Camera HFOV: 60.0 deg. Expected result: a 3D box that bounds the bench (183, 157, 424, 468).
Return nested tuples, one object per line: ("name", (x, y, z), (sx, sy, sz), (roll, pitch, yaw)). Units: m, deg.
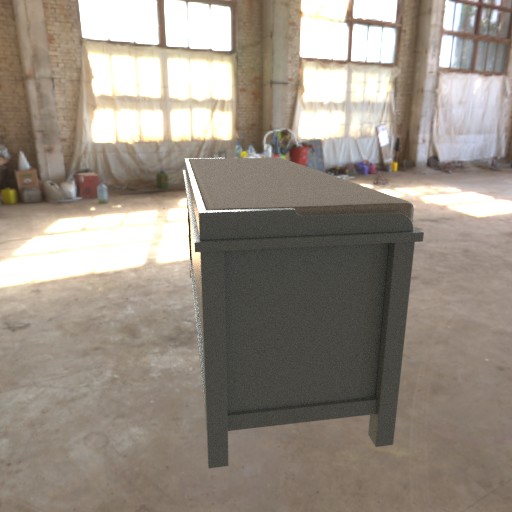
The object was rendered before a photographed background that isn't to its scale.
("bench", (0.000, 0.000, 1.338), (0.398, 0.501, 1.140), (-3, 17, -9))
